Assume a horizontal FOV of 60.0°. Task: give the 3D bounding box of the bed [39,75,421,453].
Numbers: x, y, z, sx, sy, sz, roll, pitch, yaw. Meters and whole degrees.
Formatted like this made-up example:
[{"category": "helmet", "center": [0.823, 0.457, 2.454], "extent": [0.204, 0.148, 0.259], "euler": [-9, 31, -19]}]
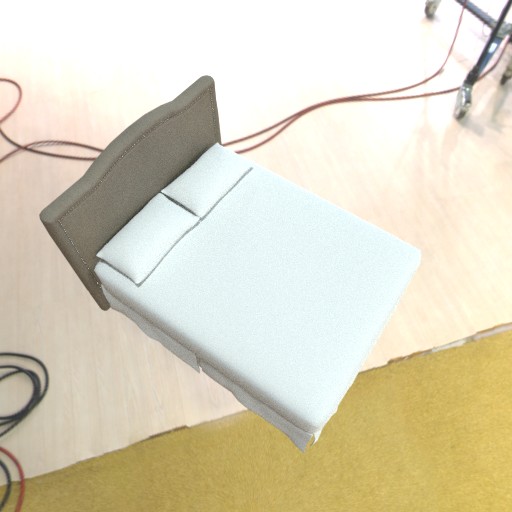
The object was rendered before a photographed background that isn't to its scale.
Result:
[{"category": "bed", "center": [0.000, 0.000, 3.317], "extent": [2.128, 1.441, 1.744], "euler": [31, 64, 17]}]
